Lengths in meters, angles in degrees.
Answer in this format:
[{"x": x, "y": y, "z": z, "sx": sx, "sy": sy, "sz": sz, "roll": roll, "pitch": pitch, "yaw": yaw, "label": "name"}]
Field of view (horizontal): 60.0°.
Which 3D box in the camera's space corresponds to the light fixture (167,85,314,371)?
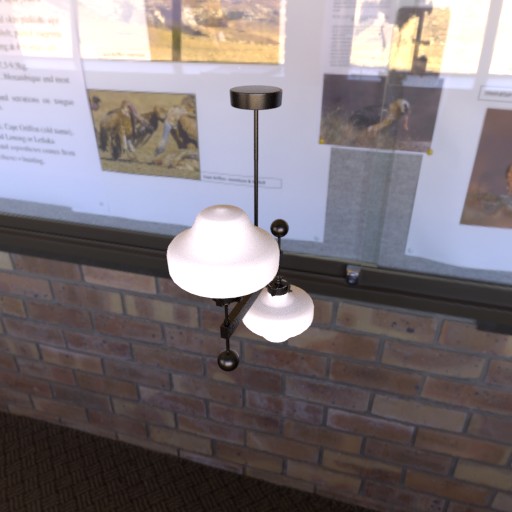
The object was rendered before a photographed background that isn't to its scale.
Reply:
[{"x": 0.000, "y": 0.000, "z": 1.043, "sx": 0.422, "sy": 0.743, "sz": 0.489, "roll": -8, "pitch": 30, "yaw": -14, "label": "light fixture"}]
